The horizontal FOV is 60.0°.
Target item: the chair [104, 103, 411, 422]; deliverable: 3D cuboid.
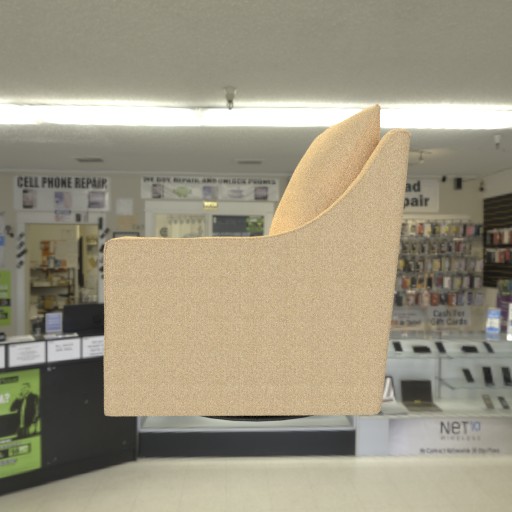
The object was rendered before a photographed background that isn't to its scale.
[{"bbox_3d":[0.000,0.000,1.593,0.876,0.927,0.760,0,1,-1],"label":"chair"}]
